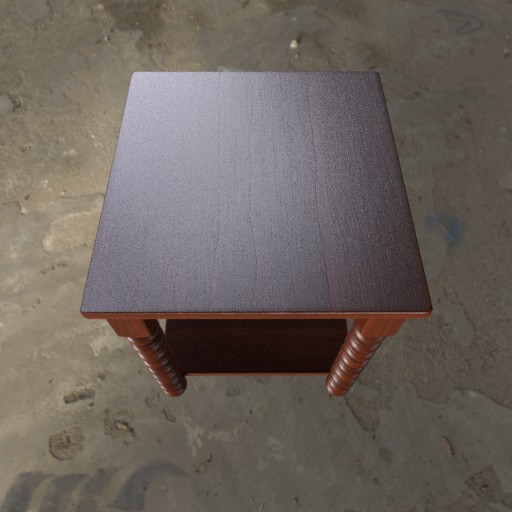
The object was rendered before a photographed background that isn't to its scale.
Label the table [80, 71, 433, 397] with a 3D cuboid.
[{"bbox_3d":[0.000,0.000,0.999,0.500,0.567,0.533,0,59,0],"label":"table"}]
